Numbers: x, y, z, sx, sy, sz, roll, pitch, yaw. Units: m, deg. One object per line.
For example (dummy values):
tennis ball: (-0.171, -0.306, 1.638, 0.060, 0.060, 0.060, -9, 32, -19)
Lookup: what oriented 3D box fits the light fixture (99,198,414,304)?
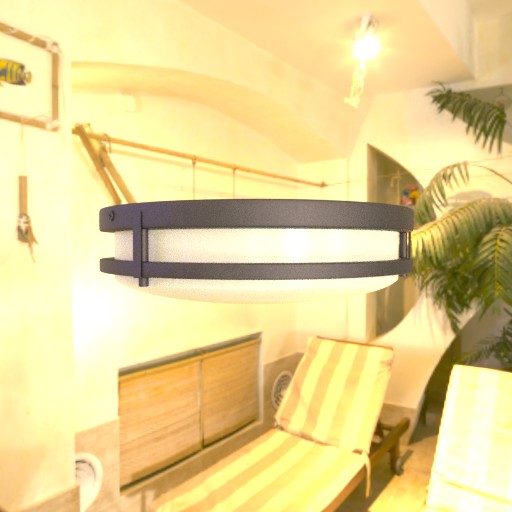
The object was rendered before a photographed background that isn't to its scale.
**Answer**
light fixture: (0.000, 0.000, 0.530, 0.356, 0.102, 0.356, 0, 2, 0)
